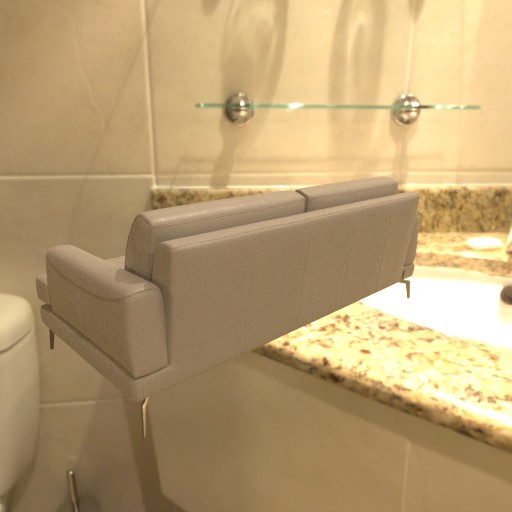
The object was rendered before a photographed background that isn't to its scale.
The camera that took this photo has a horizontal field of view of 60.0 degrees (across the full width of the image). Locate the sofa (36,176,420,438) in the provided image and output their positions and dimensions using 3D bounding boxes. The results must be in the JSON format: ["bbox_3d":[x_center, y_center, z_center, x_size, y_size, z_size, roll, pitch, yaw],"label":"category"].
[{"bbox_3d":[0.000,0.000,2.347,1.940,0.765,0.974,-15,22,-41],"label":"sofa"}]
